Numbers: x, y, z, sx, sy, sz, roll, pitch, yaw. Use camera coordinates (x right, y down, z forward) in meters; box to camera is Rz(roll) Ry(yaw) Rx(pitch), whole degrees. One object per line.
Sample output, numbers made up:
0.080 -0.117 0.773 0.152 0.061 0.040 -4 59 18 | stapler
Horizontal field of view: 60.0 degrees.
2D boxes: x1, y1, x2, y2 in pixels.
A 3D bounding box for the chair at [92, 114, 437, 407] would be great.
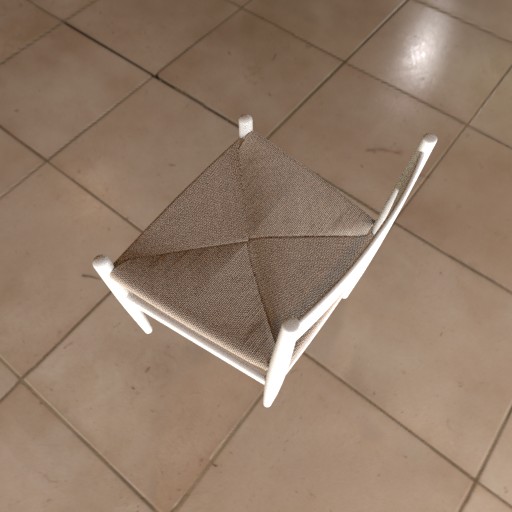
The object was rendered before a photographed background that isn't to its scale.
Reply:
0.000 0.000 1.093 0.495 0.762 0.556 34 68 16 | chair
